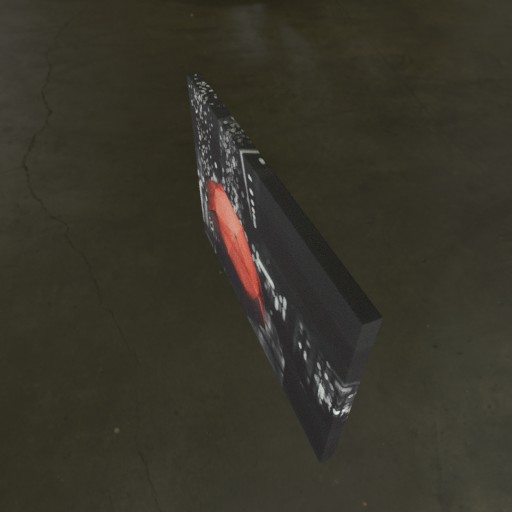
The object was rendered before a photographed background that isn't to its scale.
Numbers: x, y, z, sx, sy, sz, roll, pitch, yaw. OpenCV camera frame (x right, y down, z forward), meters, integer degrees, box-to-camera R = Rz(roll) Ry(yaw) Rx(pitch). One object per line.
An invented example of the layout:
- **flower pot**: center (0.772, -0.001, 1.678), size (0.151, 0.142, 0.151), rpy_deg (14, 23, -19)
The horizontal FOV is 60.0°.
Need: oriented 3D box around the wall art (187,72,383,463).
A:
- **wall art**: center (0.000, 0.000, 1.180), size (0.038, 0.609, 0.914), rpy_deg (-17, 49, -15)
